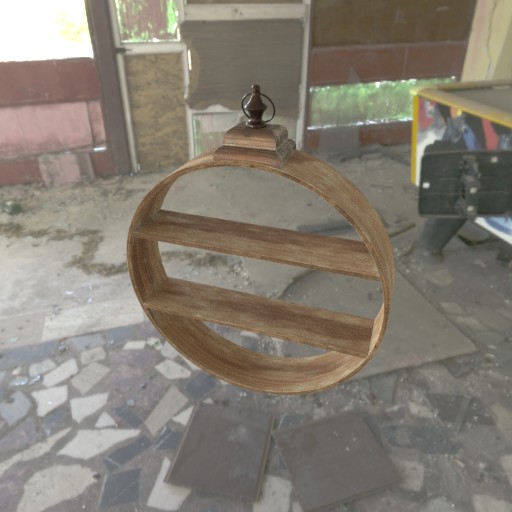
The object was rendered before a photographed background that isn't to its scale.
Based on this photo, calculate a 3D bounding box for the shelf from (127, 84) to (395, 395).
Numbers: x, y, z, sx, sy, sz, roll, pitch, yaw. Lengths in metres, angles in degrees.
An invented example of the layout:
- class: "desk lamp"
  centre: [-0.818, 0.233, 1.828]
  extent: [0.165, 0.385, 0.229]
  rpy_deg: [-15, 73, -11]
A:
- class: "shelf"
  centre: [0.000, 0.000, 0.987]
  extent: [0.601, 0.725, 0.125]
  rpy_deg: [10, 33, 16]
